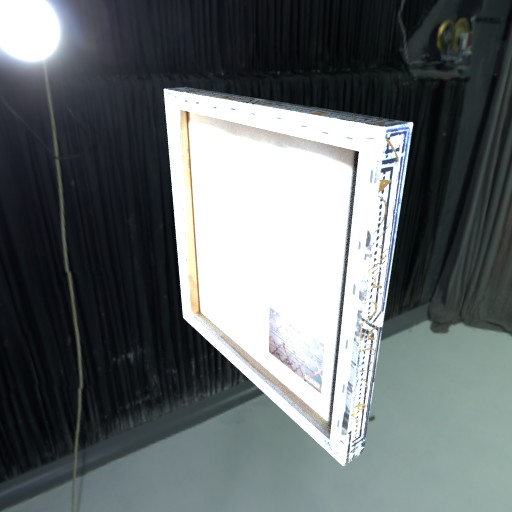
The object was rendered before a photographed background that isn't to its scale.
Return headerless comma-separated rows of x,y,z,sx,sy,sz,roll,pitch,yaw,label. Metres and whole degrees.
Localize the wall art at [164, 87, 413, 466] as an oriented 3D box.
0.000,0.000,0.617,0.038,0.410,0.411,-18,31,-33,wall art
